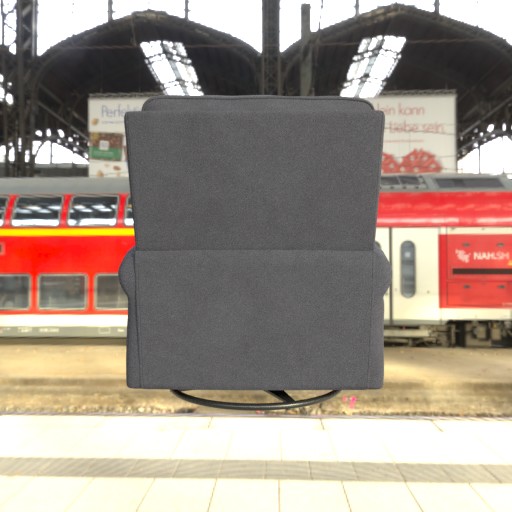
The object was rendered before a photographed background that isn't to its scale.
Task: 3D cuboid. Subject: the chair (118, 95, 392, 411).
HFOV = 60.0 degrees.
[{"bbox_3d":[0.000,0.000,1.627,0.890,0.961,0.878,0,-2,1],"label":"chair"}]
